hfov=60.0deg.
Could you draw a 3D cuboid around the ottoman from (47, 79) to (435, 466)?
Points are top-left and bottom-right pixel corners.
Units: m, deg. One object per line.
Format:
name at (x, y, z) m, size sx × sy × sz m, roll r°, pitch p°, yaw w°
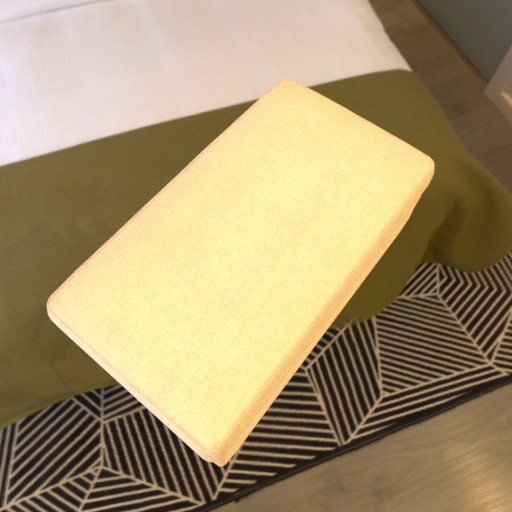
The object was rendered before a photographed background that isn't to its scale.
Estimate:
ottoman at (0.000, 0.000, 1.429) m, size 0.617 × 0.448 × 1.097 m, roll 35°, pitch 69°, yaw 16°
